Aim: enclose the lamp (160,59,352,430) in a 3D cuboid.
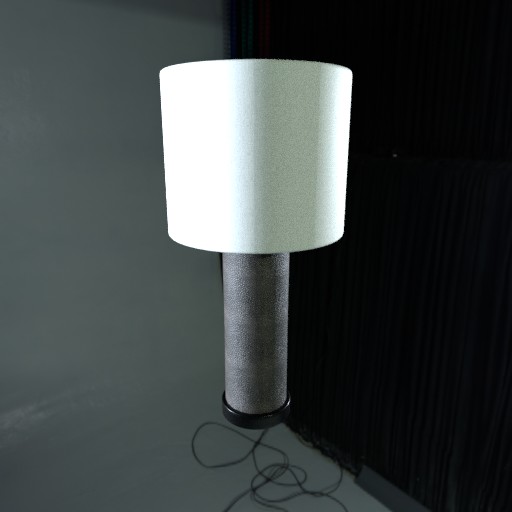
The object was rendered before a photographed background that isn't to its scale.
[{"bbox_3d":[0.000,0.000,0.801,0.305,0.634,0.305,-15,22,-42],"label":"lamp"}]
